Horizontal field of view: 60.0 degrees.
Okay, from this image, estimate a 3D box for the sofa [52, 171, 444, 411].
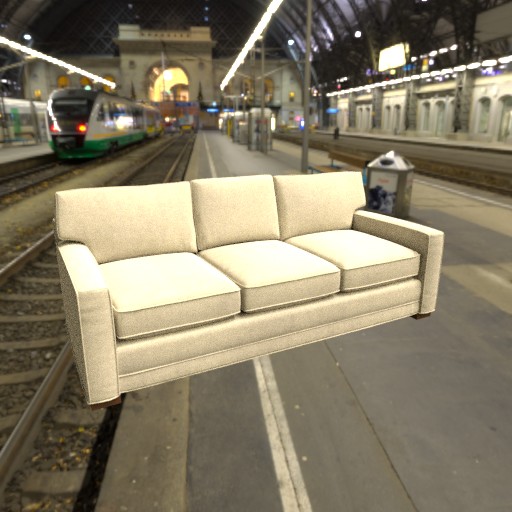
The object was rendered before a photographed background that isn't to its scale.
[{"bbox_3d":[0.000,0.000,2.607,2.093,0.862,0.936,-9,19,-27],"label":"sofa"}]
